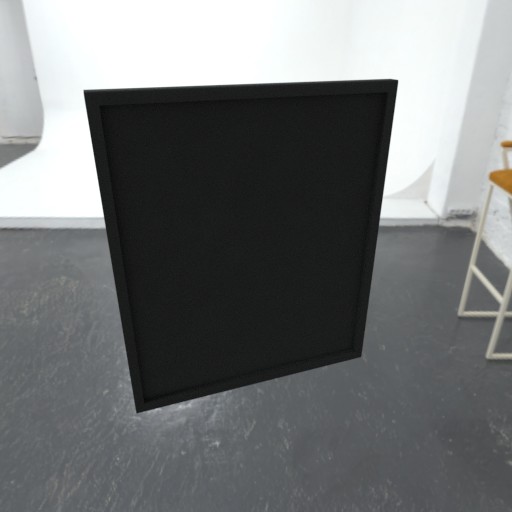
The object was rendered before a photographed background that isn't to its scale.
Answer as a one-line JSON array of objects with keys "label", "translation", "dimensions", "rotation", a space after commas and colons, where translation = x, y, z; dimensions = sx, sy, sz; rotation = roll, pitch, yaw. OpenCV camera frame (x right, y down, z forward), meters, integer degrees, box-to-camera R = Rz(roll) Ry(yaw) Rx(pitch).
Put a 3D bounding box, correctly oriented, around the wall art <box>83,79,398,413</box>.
[{"label": "wall art", "translation": [0.000, 0.000, 0.700], "dimensions": [0.432, 0.508, 0.021], "rotation": [-9, 28, -17]}]
